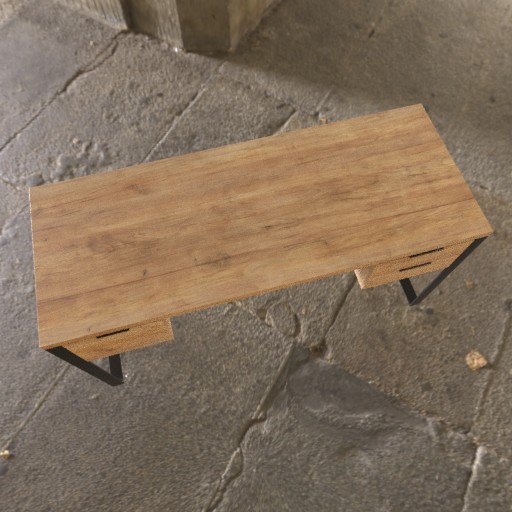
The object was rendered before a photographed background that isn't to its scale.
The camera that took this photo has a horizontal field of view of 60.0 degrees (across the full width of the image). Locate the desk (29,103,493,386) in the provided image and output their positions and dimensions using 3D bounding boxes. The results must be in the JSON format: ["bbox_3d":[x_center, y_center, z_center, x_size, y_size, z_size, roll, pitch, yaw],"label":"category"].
[{"bbox_3d":[0.000,0.000,1.893,1.520,0.760,0.600,-14,66,-6],"label":"desk"}]
